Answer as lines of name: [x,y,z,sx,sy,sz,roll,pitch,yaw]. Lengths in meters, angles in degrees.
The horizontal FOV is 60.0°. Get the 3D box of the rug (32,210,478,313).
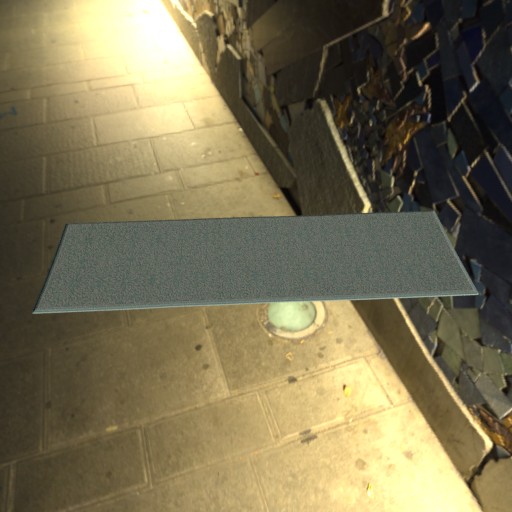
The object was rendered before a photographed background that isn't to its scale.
rug: [0.000,0.000,2.407,2.196,0.011,0.662,-2,45,-2]
